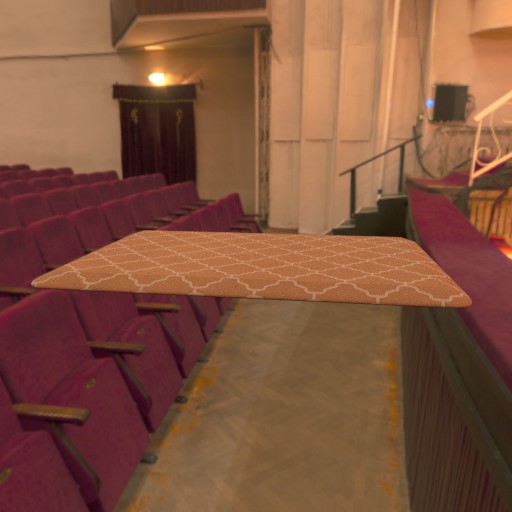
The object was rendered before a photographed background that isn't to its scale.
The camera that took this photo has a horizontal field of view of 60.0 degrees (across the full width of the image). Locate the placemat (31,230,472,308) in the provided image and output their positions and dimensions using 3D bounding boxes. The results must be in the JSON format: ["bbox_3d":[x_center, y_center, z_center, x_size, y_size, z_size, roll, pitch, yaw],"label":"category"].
[{"bbox_3d":[0.000,0.000,0.972,0.762,0.021,0.508,2,14,8],"label":"placemat"}]
